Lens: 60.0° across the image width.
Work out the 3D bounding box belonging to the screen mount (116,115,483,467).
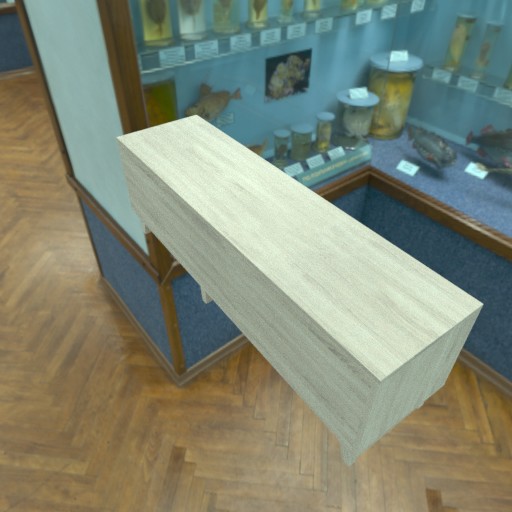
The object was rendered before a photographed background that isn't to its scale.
[{"bbox_3d":[0.000,0.000,1.710,0.400,0.510,1.500,-25,47,-26],"label":"screen mount"}]
